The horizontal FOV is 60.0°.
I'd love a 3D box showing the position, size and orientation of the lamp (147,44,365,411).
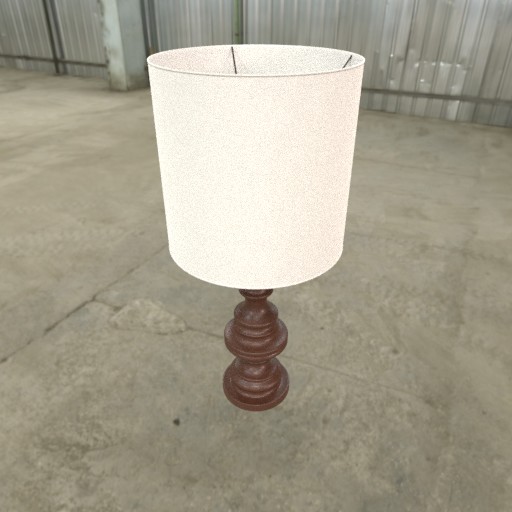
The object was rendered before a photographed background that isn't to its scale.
[{"bbox_3d":[0.000,0.000,0.551,0.208,0.455,0.208,-20,37,-30],"label":"lamp"}]
